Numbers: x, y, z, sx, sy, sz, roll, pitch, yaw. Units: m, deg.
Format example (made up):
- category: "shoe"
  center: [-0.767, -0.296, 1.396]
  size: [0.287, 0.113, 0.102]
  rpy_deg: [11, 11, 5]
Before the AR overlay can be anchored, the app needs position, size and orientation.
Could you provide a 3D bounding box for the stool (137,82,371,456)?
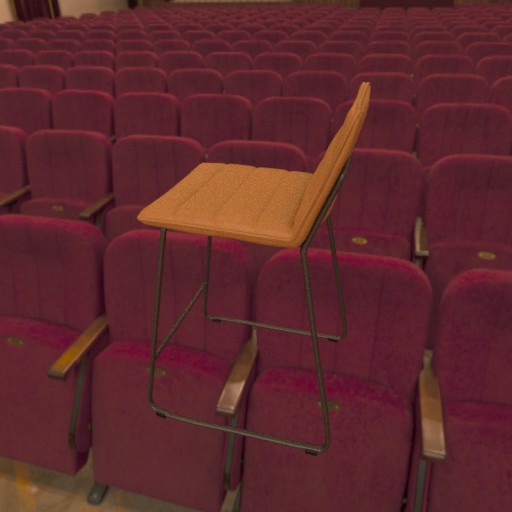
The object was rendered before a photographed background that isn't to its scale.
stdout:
- category: "stool"
  center: [0.000, 0.000, 1.203]
  size: [0.524, 0.866, 0.489]
  rpy_deg: [8, 30, 13]
